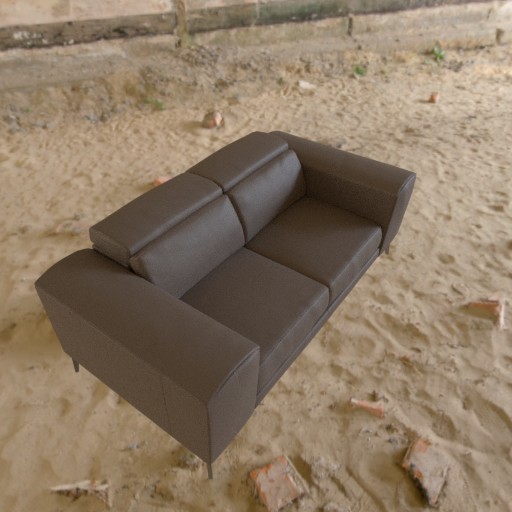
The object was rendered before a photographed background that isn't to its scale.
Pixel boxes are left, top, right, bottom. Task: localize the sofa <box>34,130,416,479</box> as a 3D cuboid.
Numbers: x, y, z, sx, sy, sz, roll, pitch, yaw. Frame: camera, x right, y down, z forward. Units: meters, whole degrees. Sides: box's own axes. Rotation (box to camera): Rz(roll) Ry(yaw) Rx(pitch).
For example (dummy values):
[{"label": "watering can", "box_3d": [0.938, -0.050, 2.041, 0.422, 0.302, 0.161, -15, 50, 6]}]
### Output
[{"label": "sofa", "box_3d": [0.000, 0.000, 2.381, 1.003, 0.779, 1.895, 25, 46, 27]}]
